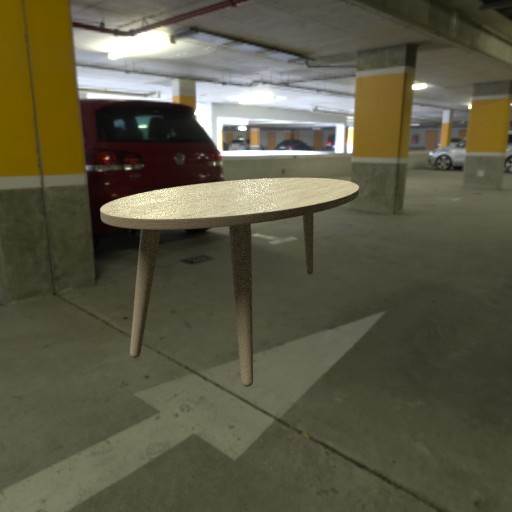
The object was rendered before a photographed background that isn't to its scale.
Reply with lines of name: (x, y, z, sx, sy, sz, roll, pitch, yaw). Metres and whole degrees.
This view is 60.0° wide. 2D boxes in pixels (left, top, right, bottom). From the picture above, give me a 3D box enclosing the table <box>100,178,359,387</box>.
table: (0.000, 0.000, 1.327, 0.542, 0.390, 1.083, 7, 16, 25)
